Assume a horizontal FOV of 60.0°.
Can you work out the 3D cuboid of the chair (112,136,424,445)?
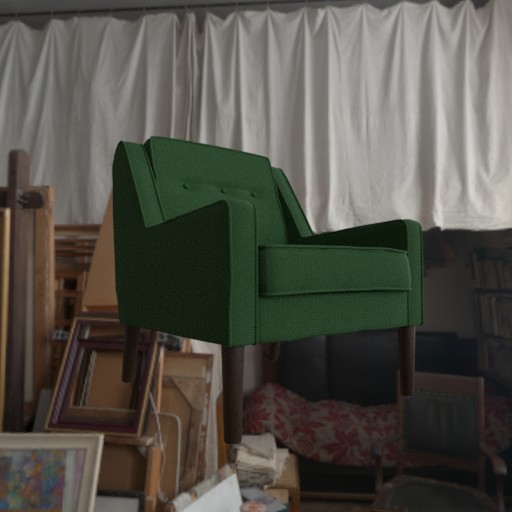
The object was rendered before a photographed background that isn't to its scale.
[{"bbox_3d":[0.000,0.000,1.333,0.663,0.792,0.743,1,-3,-36],"label":"chair"}]
